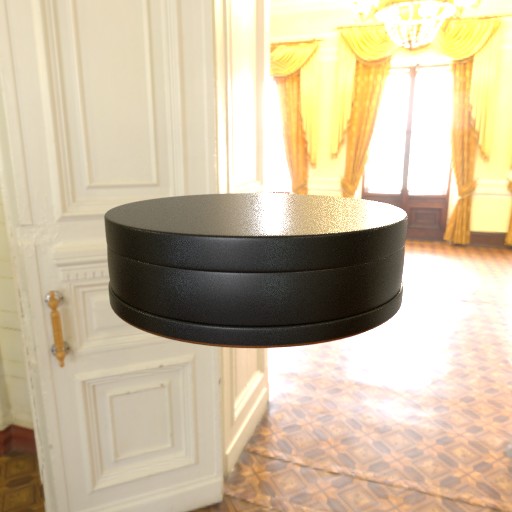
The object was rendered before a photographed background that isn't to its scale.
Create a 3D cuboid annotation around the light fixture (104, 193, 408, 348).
[{"bbox_3d":[0.000,0.000,0.443,0.283,0.097,0.283,0,14,0],"label":"light fixture"}]
